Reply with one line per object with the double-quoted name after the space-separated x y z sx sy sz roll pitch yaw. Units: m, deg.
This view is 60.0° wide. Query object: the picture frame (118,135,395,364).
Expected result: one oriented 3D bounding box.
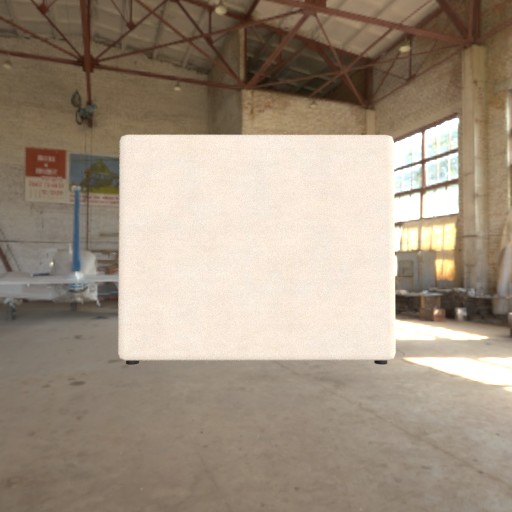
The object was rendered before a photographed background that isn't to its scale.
0.000 0.000 2.773 1.069 0.891 2.161 0 -1 0 "picture frame"
